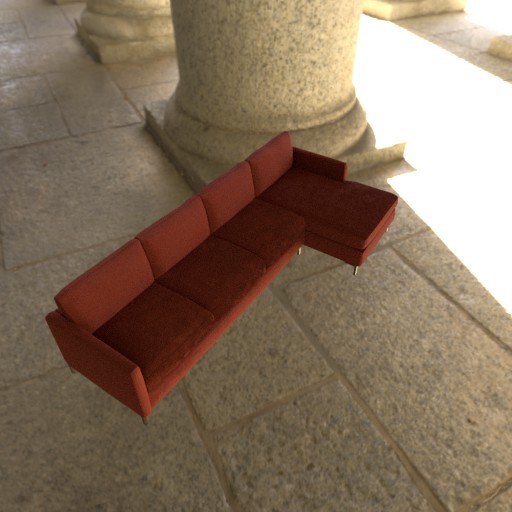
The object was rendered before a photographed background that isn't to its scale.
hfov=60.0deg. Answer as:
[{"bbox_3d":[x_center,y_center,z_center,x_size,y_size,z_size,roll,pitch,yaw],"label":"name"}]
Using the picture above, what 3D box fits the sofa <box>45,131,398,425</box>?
[{"bbox_3d":[0.000,0.000,3.573,1.350,0.810,2.932,24,47,25],"label":"sofa"}]
